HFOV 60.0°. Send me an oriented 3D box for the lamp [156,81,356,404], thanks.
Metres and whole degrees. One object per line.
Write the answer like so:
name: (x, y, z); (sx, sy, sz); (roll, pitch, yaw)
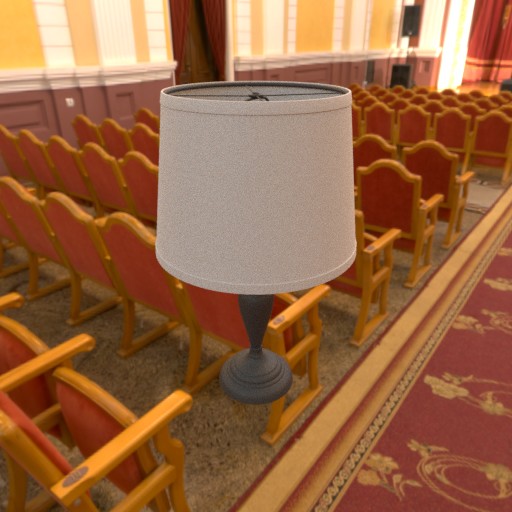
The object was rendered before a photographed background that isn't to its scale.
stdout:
lamp: (0.000, 0.000, 0.708); (0.310, 0.501, 0.310); (0, 26, 0)
